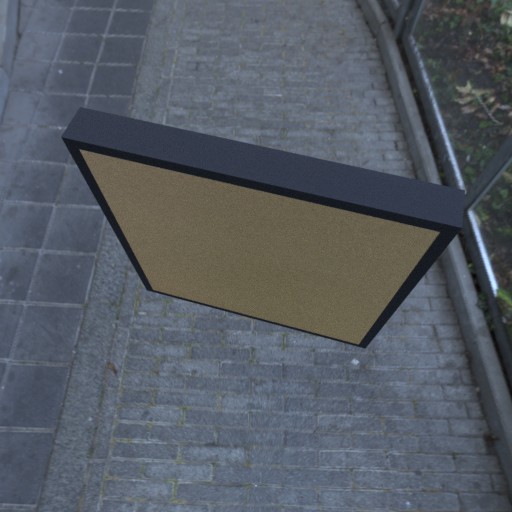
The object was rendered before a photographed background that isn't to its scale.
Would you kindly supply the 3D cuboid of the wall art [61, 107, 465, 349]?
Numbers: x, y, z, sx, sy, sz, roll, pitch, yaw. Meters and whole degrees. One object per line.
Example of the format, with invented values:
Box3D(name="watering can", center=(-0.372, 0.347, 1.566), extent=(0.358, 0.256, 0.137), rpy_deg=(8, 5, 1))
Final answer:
Box3D(name="wall art", center=(0.000, 0.000, 0.467), extent=(0.305, 0.304, 0.033), rpy_deg=(14, 63, 7))
